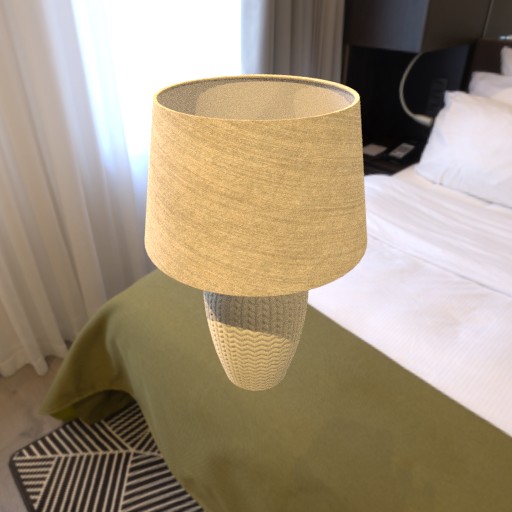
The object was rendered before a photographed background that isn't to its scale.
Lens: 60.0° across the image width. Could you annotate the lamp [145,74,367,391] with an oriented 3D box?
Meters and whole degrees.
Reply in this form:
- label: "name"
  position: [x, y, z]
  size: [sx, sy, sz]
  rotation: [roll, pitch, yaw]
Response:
- label: "lamp"
  position: [0.000, 0.000, 0.822]
  size: [0.390, 0.580, 0.390]
  rotation: [0, 32, 0]
